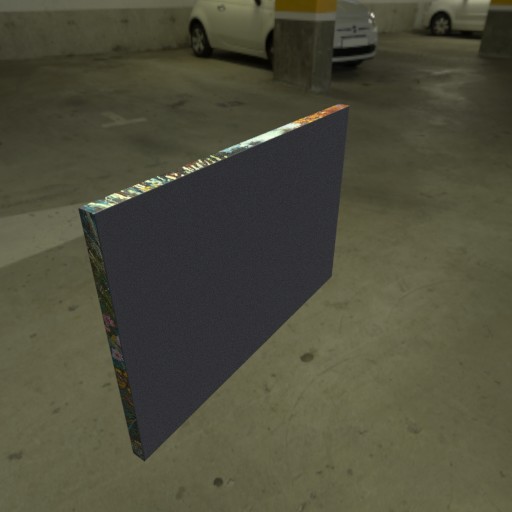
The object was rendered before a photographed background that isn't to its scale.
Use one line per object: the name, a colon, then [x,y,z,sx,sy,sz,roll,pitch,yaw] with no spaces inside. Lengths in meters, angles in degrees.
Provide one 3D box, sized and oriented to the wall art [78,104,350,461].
wall art: [0.000,0.000,1.153,0.037,0.604,0.908,20,36,30]
